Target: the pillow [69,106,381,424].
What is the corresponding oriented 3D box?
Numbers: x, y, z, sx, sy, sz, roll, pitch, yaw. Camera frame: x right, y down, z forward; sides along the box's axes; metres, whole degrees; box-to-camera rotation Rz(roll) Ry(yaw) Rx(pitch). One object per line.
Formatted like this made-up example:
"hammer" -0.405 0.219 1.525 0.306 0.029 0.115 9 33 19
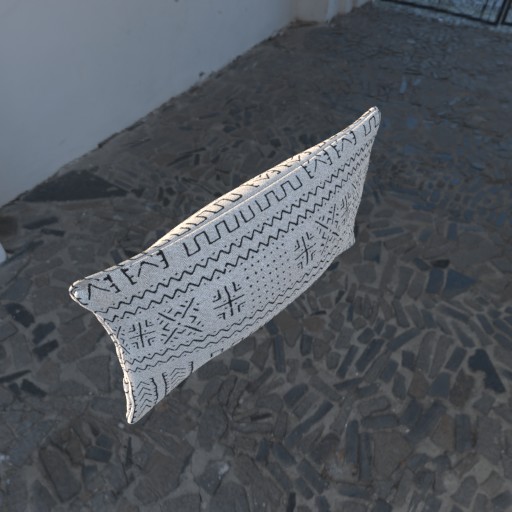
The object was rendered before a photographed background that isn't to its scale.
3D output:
"pillow" 0.000 0.000 0.796 0.637 0.352 0.188 -36 56 -29
